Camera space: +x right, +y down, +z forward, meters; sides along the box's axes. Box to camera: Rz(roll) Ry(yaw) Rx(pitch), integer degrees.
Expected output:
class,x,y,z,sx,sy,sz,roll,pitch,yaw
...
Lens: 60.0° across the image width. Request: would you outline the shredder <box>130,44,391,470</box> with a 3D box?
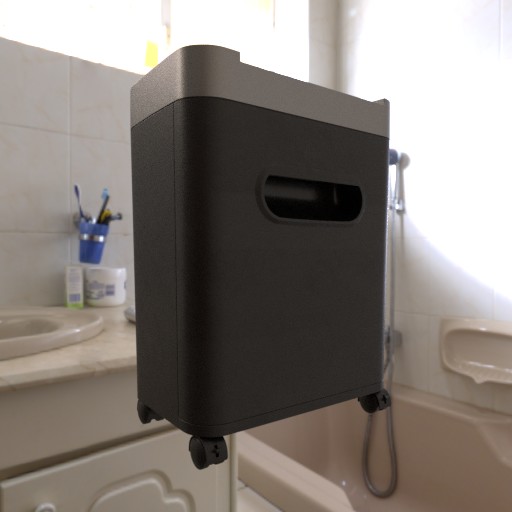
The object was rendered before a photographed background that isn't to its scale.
class,x,y,z,sx,sy,sz,roll,pitch,yaw
shredder,0.000,0.000,0.597,0.311,0.419,0.237,0,1,-36
